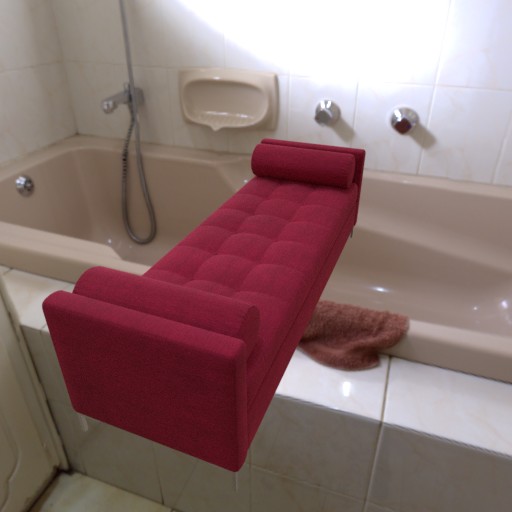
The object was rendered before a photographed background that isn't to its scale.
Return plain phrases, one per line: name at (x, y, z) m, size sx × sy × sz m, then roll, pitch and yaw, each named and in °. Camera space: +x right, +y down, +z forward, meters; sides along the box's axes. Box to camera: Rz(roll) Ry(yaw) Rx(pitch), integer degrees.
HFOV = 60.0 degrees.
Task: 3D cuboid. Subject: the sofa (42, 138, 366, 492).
sofa at (0.000, 0.000, 2.229) m, size 0.686 × 0.635 × 1.981 m, roll 12°, pitch 33°, yaw 19°
